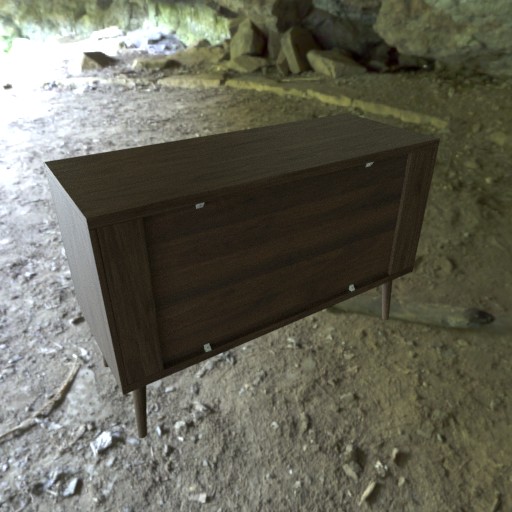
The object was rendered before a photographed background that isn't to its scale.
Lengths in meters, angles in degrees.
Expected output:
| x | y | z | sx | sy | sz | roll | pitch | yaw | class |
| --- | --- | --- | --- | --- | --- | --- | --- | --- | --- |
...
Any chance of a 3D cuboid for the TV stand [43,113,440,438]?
| x | y | z | sx | sy | sz | roll | pitch | yaw | class |
| --- | --- | --- | --- | --- | --- | --- | --- | --- | --- |
| 0.000 | 0.000 | 1.342 | 0.990 | 0.660 | 0.405 | -18 | 34 | -28 | TV stand |
